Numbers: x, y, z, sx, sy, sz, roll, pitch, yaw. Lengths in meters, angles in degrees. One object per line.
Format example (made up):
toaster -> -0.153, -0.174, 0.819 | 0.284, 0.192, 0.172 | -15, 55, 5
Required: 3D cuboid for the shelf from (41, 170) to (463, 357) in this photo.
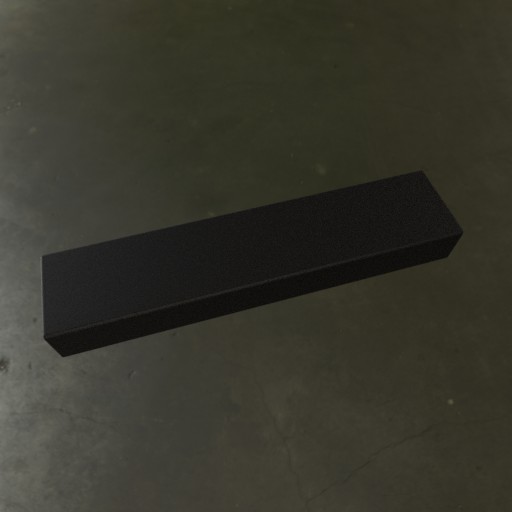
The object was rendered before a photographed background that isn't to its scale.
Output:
shelf -> 0.000, 0.000, 0.508 | 0.456, 0.053, 0.102 | -14, 58, -9
